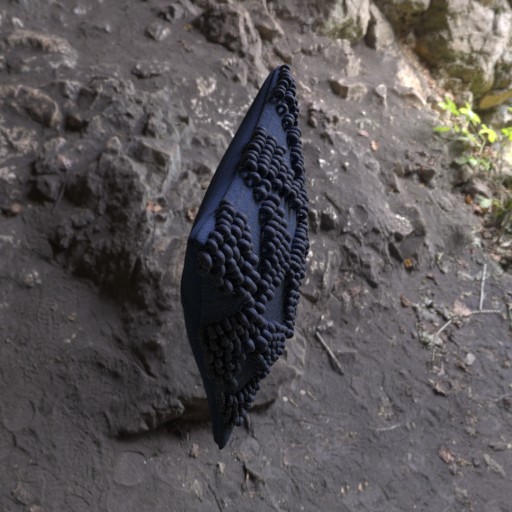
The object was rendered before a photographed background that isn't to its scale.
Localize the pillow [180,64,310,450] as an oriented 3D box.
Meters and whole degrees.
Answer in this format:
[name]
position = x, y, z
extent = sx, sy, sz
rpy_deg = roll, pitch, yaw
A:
[pillow]
position = 0.000, 0.000, 0.735
extent = 0.172, 0.466, 0.469
rpy_deg = 9, 46, 9
